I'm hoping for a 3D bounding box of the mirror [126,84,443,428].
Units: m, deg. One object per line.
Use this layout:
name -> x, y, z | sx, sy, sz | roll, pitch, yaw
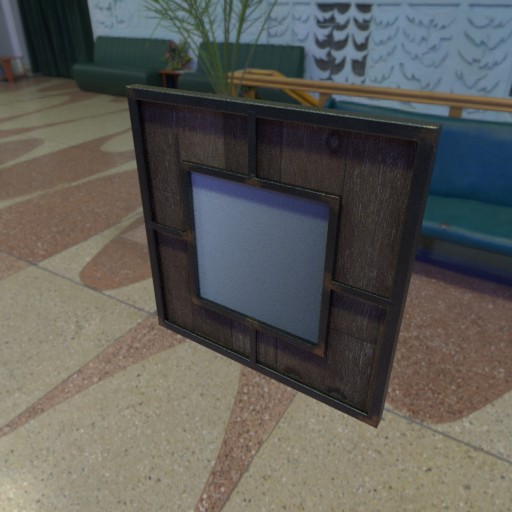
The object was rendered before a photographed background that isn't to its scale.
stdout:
mirror -> 0.000, 0.000, 0.568 | 0.382, 0.381, 0.020 | 18, 35, 28
